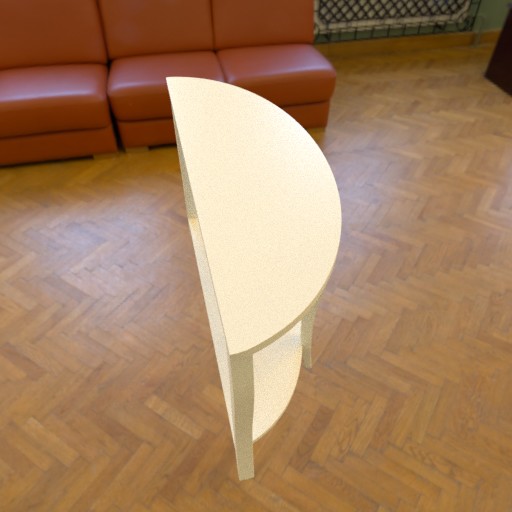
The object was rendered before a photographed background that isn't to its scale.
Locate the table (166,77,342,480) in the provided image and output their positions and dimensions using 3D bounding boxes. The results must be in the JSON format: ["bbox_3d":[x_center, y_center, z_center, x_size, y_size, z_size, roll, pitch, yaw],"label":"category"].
[{"bbox_3d":[0.000,0.000,1.540,0.394,0.780,1.219,-10,46,-9],"label":"table"}]
